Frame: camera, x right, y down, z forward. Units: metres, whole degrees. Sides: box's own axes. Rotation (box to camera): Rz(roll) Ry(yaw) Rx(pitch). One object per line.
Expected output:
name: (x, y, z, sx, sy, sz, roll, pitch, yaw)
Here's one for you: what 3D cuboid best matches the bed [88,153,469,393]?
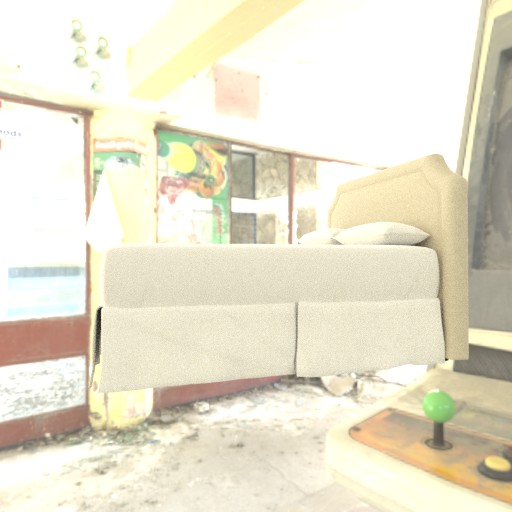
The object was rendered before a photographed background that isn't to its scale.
bed: (0.000, 0.000, 3.092, 2.116, 1.290, 1.693, 0, 0, -17)
